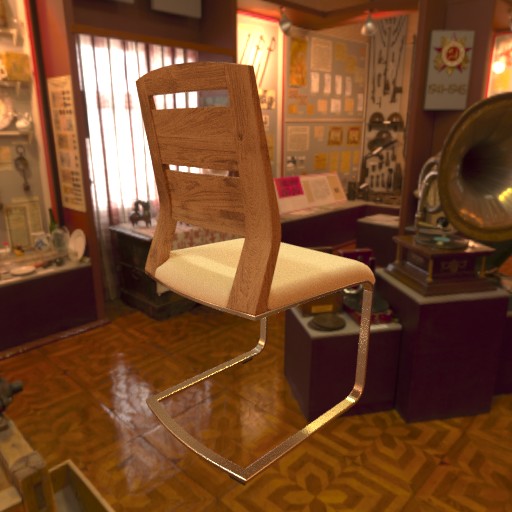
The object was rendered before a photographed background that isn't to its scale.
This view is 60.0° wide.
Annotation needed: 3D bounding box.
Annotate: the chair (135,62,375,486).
[{"bbox_3d":[0.000,0.000,1.246,0.561,0.955,0.457,-15,22,-42],"label":"chair"}]
